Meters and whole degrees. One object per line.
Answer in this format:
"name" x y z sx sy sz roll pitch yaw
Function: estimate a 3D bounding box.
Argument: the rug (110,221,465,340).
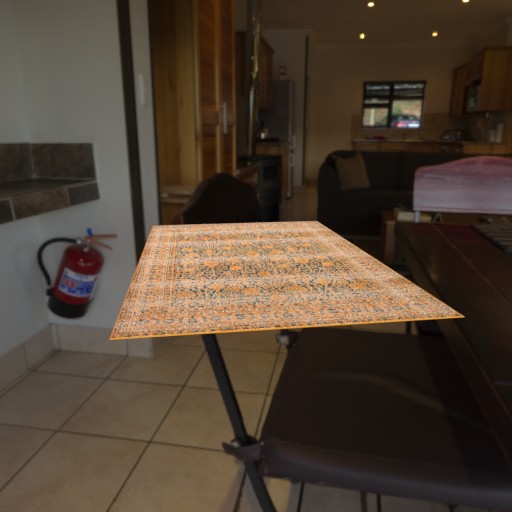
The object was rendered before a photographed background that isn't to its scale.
"rug" 0.000 0.000 2.979 1.525 0.007 2.336 -2 15 -8
